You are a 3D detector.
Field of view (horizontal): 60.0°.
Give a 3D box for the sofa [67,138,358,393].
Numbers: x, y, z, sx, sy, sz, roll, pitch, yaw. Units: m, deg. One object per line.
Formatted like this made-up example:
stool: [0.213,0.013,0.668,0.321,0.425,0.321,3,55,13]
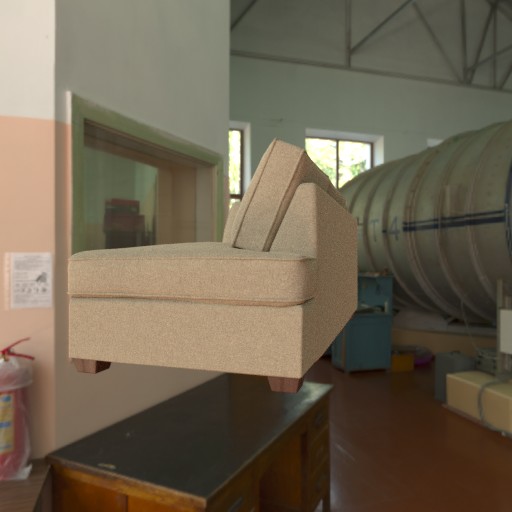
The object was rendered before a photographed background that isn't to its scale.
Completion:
sofa: [0.000,0.000,2.831,1.110,1.033,2.237,0,0,18]
